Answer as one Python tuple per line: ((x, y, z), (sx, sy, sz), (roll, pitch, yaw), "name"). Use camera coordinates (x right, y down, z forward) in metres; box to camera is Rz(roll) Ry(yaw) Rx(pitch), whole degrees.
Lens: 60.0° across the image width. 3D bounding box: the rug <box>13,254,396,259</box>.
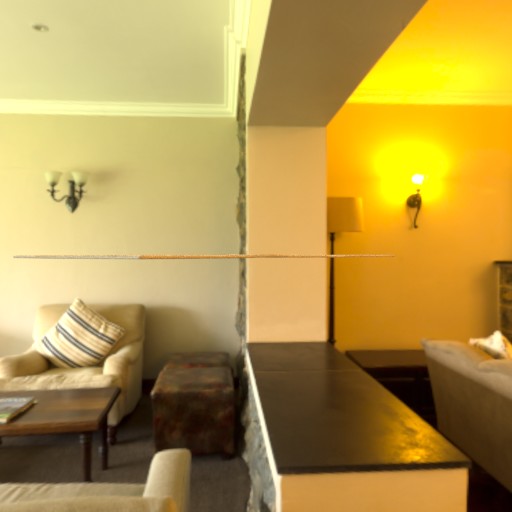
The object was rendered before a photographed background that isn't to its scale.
((0.000, 0.000, 2.607), (0.857, 0.018, 2.383), (0, 0, 36), "rug")
